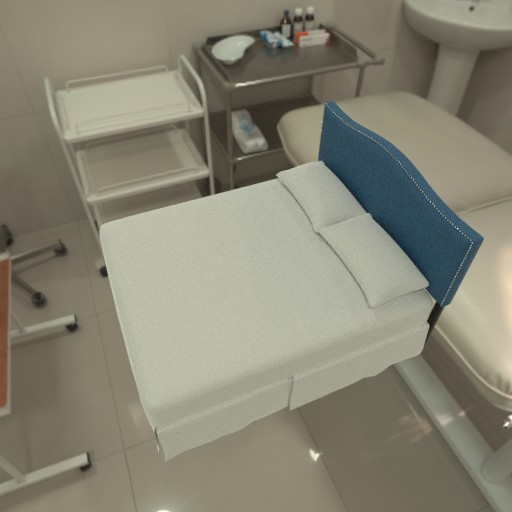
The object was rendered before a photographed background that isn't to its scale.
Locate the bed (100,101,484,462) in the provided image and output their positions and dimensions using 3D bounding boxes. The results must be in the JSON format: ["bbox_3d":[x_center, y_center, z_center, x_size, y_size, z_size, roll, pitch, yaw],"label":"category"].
[{"bbox_3d":[0.000,0.000,2.880,1.872,1.169,1.610,-17,49,-15],"label":"bed"}]
